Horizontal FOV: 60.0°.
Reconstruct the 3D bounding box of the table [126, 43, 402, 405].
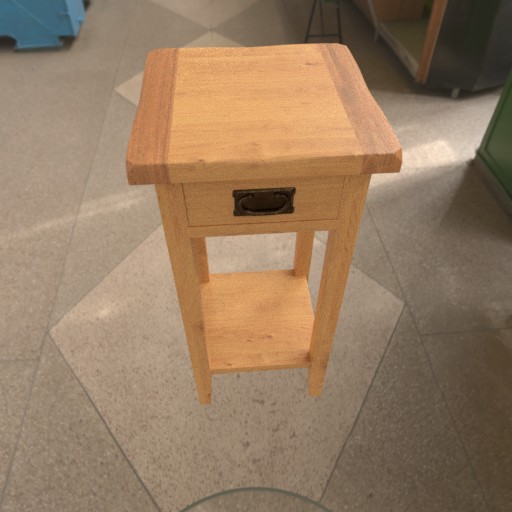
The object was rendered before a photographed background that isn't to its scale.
[{"bbox_3d":[0.000,0.000,0.955,0.360,0.740,0.360,-3,47,-3],"label":"table"}]
